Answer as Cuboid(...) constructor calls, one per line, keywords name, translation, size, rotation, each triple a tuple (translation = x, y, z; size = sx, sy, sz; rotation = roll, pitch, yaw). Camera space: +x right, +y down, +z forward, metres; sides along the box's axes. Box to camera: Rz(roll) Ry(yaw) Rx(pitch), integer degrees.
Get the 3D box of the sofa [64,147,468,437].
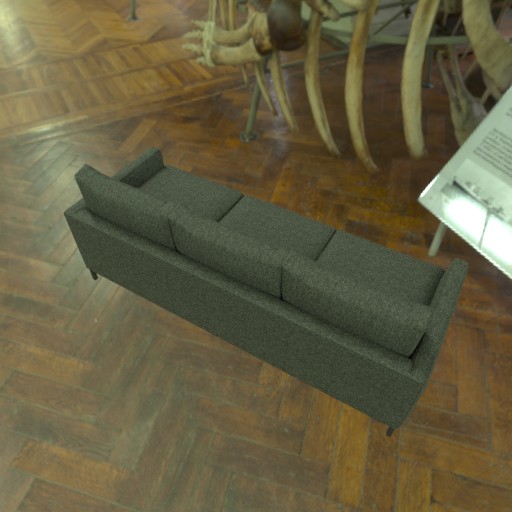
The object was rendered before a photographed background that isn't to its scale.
Cuboid(name="sofa", translation=(0.000, 0.000, 2.690), size=(2.253, 0.879, 0.876), rotation=(23, 51, 21))
